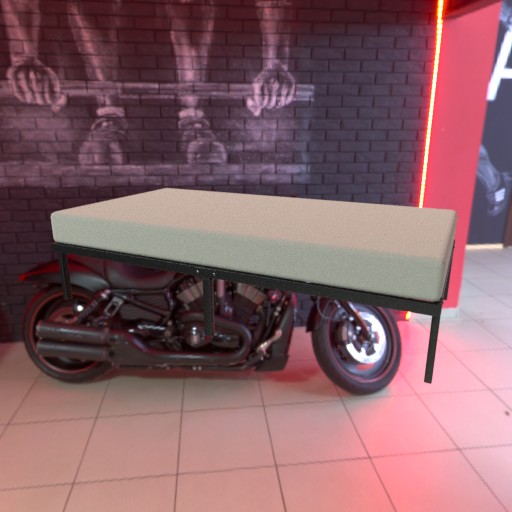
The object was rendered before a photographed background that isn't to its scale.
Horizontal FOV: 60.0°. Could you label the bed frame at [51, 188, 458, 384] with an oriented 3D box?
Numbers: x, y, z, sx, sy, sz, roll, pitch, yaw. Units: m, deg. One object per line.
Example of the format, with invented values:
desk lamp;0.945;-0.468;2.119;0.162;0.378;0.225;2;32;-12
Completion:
bed frame;0.000;0.000;3.282;2.635;0.680;1.393;8;19;25
